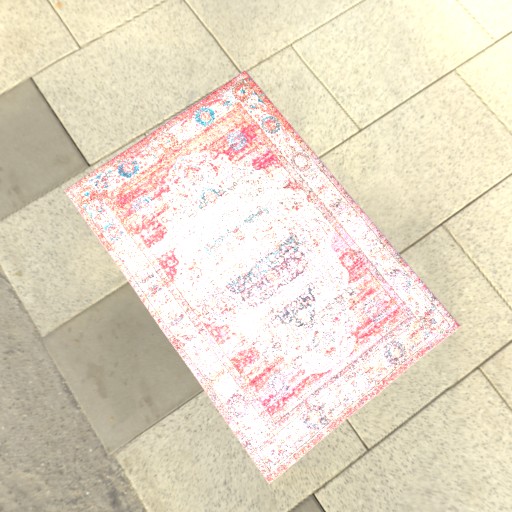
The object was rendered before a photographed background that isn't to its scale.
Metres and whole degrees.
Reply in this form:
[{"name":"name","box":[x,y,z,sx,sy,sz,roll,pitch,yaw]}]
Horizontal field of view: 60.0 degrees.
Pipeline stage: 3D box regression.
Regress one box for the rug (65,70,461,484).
[{"name":"rug","box":[0.000,0.000,2.315,1.219,0.006,1.829,-36,80,-7]}]
